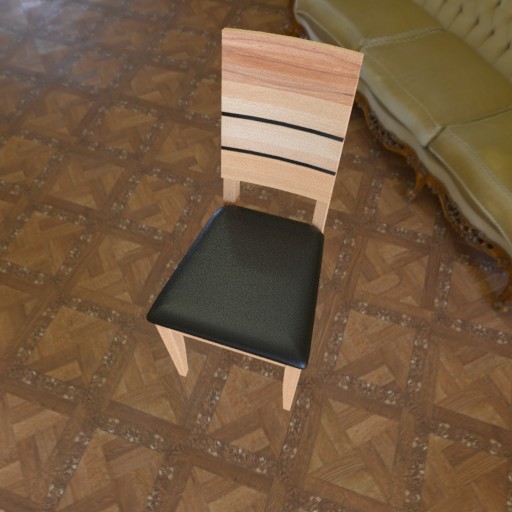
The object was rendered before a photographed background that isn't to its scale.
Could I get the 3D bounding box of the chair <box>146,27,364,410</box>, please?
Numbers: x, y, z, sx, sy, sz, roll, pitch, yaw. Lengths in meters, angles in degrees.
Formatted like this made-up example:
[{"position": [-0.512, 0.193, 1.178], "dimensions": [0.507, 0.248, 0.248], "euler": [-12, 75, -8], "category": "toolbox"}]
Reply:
[{"position": [0.000, 0.000, 1.183], "dimensions": [0.410, 0.940, 0.520], "euler": [15, 59, 9], "category": "chair"}]
